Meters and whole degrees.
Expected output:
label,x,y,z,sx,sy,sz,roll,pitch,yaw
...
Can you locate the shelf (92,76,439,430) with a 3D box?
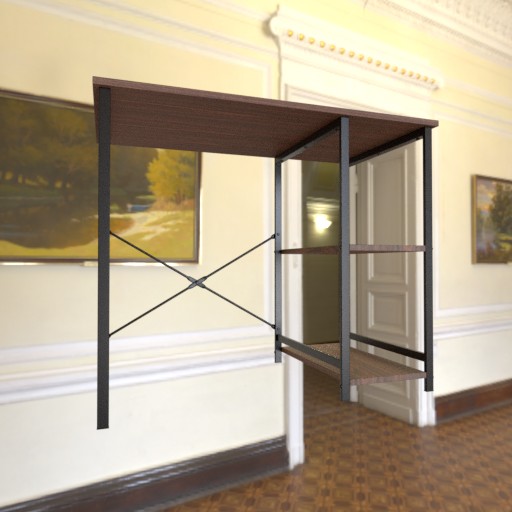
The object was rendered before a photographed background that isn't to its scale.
label,x,y,z,sx,sy,sz,roll,pitch,yaw
shelf,0.000,0.000,1.313,0.902,0.750,0.498,0,-1,-19
